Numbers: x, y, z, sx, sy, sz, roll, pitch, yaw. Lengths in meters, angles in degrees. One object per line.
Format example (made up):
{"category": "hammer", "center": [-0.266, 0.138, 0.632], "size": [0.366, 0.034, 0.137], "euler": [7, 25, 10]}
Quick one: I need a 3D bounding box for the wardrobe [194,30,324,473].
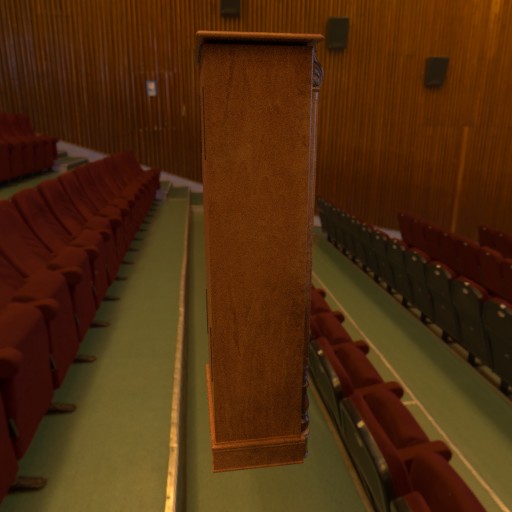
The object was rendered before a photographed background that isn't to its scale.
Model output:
{"category": "wardrobe", "center": [0.000, 0.000, 1.126], "size": [0.273, 0.959, 0.406], "euler": [-2, 16, -8]}
